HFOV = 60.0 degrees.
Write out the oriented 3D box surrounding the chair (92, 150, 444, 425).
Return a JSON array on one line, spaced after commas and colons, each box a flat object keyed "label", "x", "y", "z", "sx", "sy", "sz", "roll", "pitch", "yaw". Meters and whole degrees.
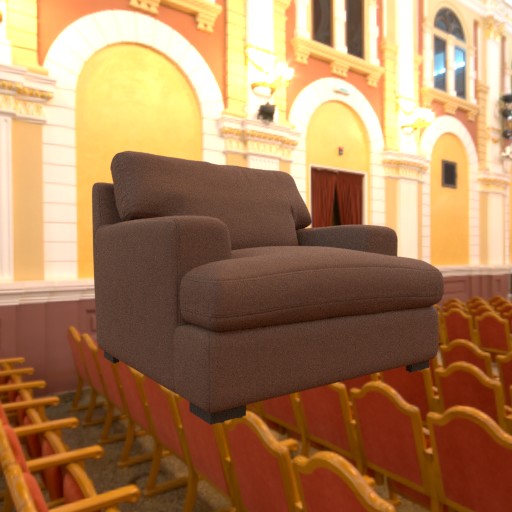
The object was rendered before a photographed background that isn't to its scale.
[{"label": "chair", "x": 0.000, "y": 0.000, "z": 1.943, "sx": 1.168, "sy": 0.940, "sz": 1.143, "roll": 0, "pitch": 1, "yaw": -36}]
